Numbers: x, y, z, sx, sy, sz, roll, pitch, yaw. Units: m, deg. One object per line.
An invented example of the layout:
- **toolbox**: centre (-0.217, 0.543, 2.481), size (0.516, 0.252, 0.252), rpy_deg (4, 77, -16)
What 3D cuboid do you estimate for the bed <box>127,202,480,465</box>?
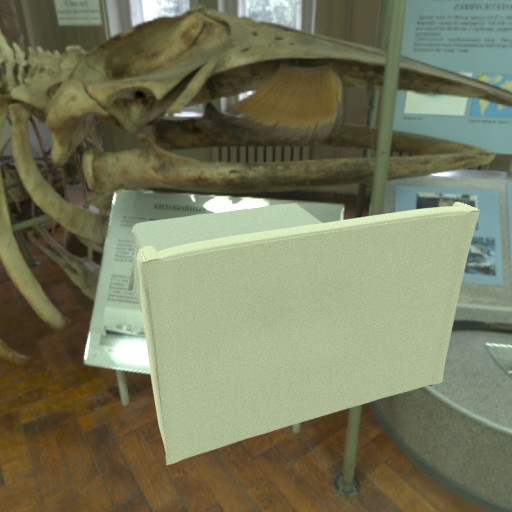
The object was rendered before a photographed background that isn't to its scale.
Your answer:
- **bed**: centre (0.000, 0.000, 3.448), size (1.925, 1.332, 2.276), rpy_deg (-9, 27, -18)
